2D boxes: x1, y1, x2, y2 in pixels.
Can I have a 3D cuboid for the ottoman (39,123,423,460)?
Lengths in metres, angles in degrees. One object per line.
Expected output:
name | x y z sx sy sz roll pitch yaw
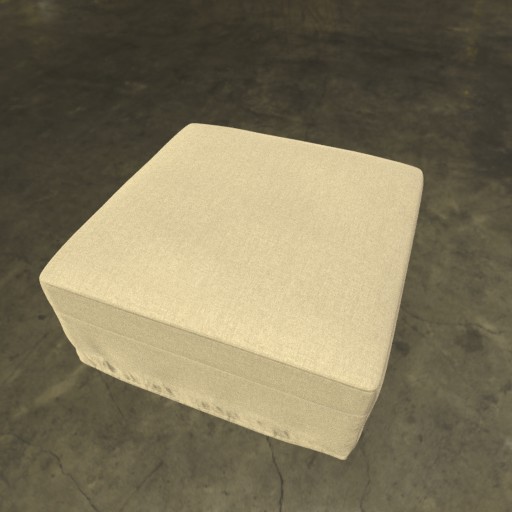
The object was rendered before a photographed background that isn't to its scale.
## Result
ottoman | 0.000 0.000 1.334 0.843 0.436 0.840 15 47 15
